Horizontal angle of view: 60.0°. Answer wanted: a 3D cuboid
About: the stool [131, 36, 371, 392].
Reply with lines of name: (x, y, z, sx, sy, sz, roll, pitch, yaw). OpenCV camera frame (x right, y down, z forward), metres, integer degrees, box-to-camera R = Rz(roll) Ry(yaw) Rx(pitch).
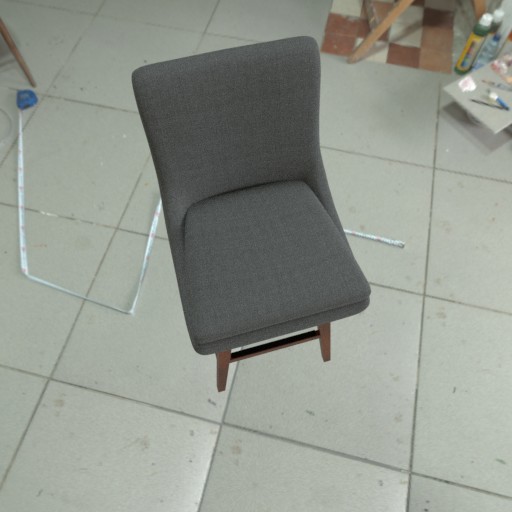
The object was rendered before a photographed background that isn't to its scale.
stool: (0.000, 0.000, 1.251, 0.447, 0.977, 0.524, -14, 64, -7)
